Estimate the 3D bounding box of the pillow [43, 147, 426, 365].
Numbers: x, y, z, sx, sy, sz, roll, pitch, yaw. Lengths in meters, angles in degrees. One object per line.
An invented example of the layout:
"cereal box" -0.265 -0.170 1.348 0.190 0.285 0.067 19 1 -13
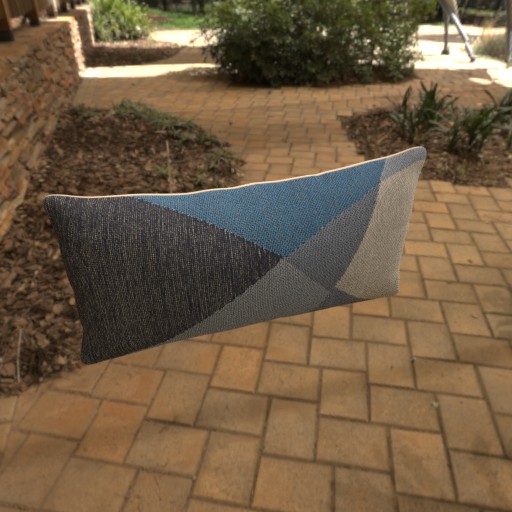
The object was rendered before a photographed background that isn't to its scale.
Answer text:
"pillow" 0.000 0.000 0.732 0.604 0.307 0.148 -10 34 -16
